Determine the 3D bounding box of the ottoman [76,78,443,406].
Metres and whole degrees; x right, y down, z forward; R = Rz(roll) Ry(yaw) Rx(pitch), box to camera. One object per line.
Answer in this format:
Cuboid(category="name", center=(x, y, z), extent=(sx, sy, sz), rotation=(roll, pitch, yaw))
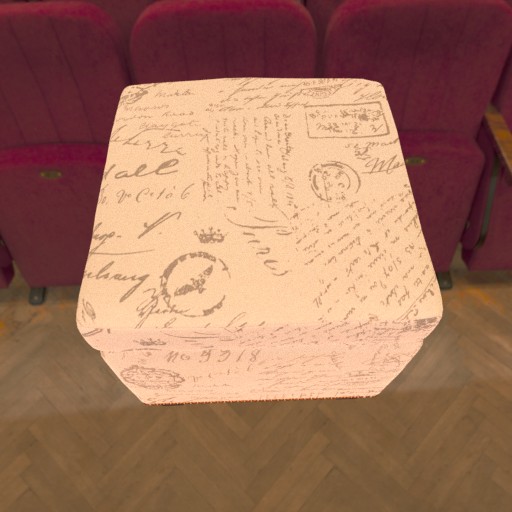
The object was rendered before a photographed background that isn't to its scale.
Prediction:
Cuboid(category="ottoman", center=(0.000, 0.000, 0.802), extent=(0.449, 0.457, 0.450), rotation=(-2, 58, -1))
